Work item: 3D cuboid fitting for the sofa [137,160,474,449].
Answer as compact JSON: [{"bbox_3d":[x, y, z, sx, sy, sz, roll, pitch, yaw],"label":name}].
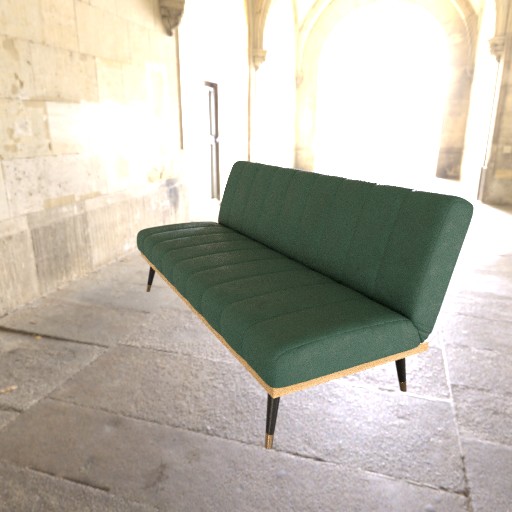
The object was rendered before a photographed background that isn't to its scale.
[{"bbox_3d":[0.000,0.000,2.258,0.830,0.820,1.810,-8,19,-26],"label":"sofa"}]
